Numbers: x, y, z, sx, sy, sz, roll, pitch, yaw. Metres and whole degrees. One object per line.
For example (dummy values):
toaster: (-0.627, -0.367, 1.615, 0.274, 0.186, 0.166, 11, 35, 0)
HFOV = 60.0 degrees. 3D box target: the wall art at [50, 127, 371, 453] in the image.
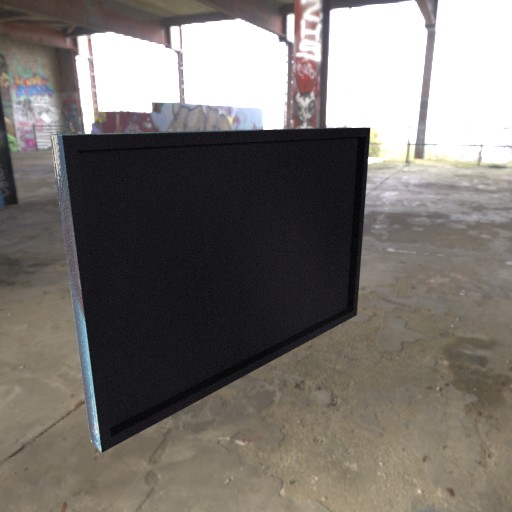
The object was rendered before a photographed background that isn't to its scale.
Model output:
wall art: (0.000, 0.000, 0.742, 0.609, 0.406, 0.033, -16, 24, -42)
